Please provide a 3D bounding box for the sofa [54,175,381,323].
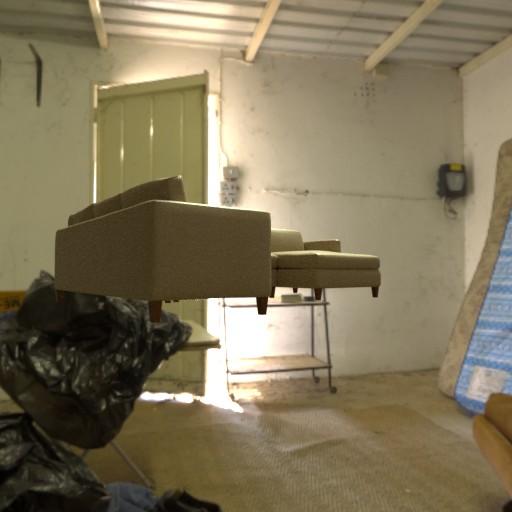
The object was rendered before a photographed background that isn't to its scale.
[{"bbox_3d":[0.000,0.000,4.696,3.460,0.961,2.594,2,-3,-37],"label":"sofa"}]
